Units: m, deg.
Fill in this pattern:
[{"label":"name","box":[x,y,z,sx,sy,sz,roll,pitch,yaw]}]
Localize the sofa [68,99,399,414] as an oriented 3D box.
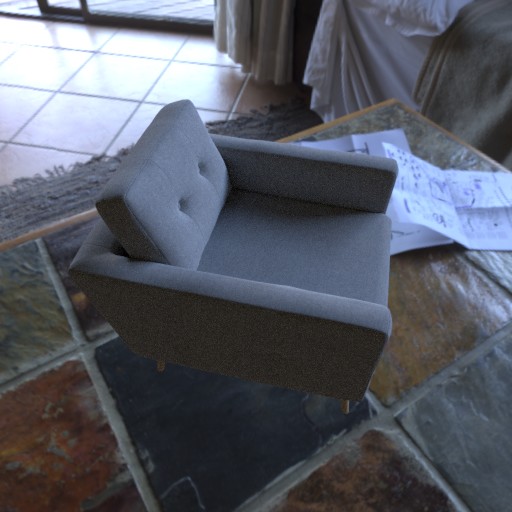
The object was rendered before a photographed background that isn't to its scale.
[{"label":"sofa","box":[0.000,0.000,1.554,0.920,0.860,0.770,10,49,9]}]
